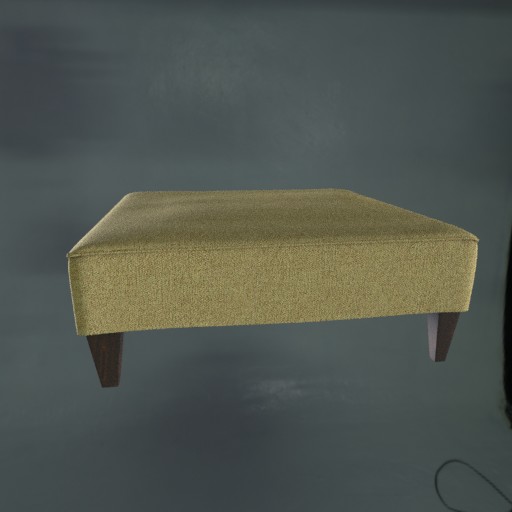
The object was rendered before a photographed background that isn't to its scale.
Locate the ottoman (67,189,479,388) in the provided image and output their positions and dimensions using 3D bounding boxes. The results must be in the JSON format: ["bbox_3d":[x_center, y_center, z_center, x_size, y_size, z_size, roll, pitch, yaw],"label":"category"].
[{"bbox_3d":[0.000,0.000,1.504,0.970,0.378,0.981,-2,15,-8],"label":"ottoman"}]
